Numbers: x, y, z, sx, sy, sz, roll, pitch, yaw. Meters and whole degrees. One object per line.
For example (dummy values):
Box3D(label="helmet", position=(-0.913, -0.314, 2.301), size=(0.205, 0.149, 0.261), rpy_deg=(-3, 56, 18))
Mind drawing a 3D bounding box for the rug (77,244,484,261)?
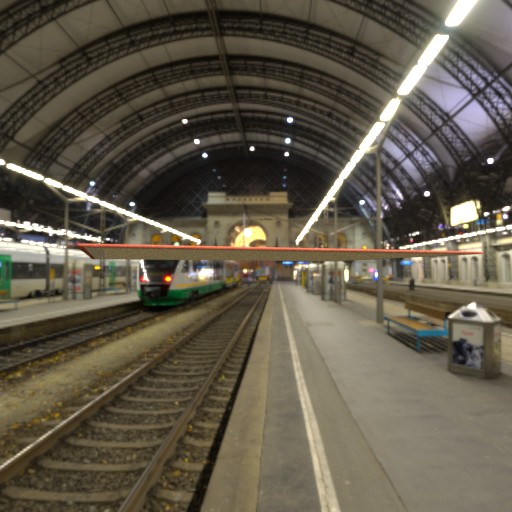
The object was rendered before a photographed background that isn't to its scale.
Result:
Box3D(label="rug", position=(0.000, 0.000, 4.145), size=(2.976, 0.018, 2.430), rpy_deg=(1, -2, -19))
